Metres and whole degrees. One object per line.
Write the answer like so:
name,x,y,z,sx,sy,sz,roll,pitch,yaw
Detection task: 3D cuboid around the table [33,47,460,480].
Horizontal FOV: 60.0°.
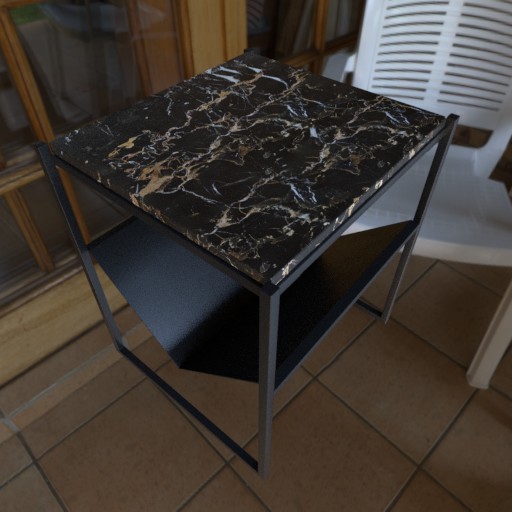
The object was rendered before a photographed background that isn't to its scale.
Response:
table,0.000,0.000,0.844,0.432,0.534,0.469,31,53,27
